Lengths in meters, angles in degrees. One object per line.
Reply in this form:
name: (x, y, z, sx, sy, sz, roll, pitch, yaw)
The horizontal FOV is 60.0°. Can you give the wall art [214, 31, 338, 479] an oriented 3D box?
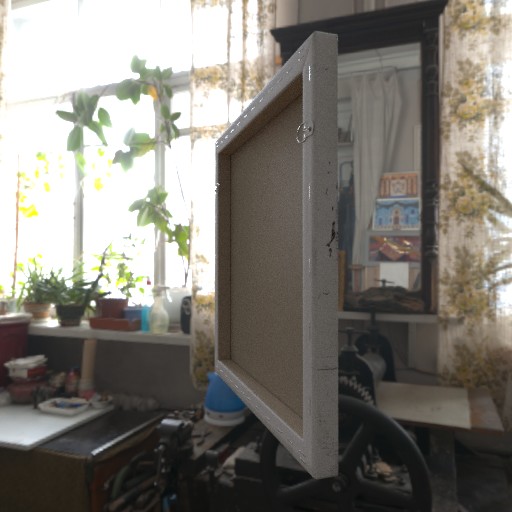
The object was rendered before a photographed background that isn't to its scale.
wall art: (0.000, 0.000, 0.893, 0.040, 0.611, 0.610, 0, 0, -18)
